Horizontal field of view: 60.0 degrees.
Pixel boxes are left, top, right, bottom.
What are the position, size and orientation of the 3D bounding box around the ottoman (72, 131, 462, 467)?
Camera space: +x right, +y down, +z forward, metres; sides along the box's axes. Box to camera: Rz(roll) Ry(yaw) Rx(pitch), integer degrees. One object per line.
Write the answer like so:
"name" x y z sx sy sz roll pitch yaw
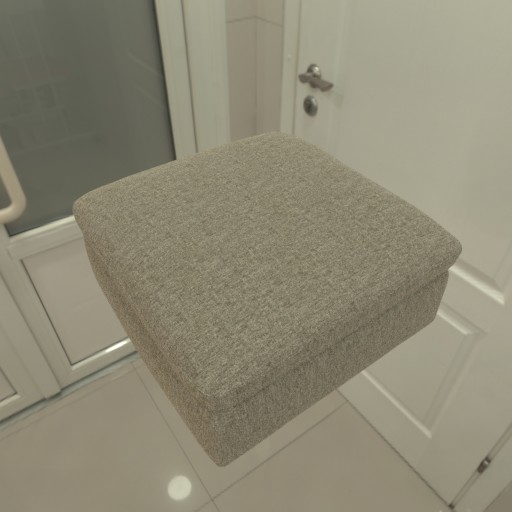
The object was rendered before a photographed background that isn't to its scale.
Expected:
"ottoman" 0.000 0.000 1.658 1.035 0.526 1.039 -25 47 -26
